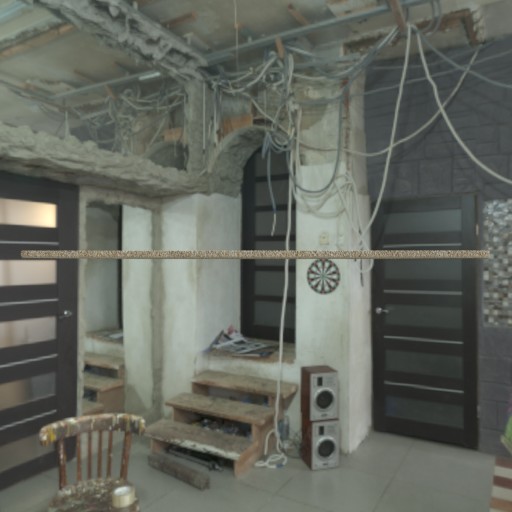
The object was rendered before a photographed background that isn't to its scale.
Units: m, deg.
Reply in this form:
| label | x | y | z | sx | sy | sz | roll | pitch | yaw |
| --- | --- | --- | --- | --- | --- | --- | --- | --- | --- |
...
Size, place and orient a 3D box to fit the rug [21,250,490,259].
| label | x | y | z | sx | sy | sz | roll | pitch | yaw |
| --- | --- | --- | --- | --- | --- | --- | --- | --- | --- |
| rug | 0.000 | 0.000 | 2.095 | 1.600 | 0.025 | 1.199 | 0 | -1 | 1 |
